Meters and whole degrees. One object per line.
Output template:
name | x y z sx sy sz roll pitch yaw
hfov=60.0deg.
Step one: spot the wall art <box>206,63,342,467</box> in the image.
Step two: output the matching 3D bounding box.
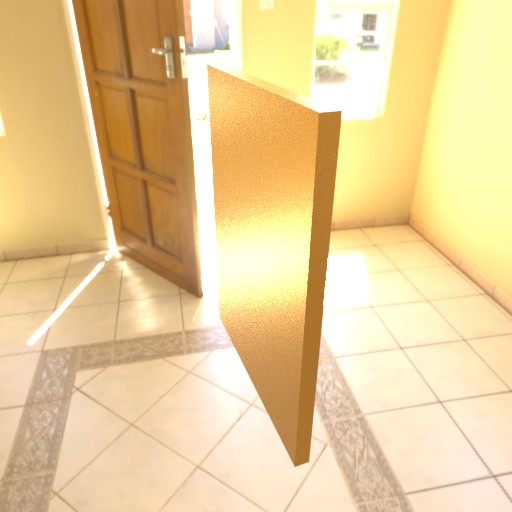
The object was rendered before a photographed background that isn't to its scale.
wall art | 0.000 0.000 1.093 0.038 0.812 0.610 -11 32 -18
